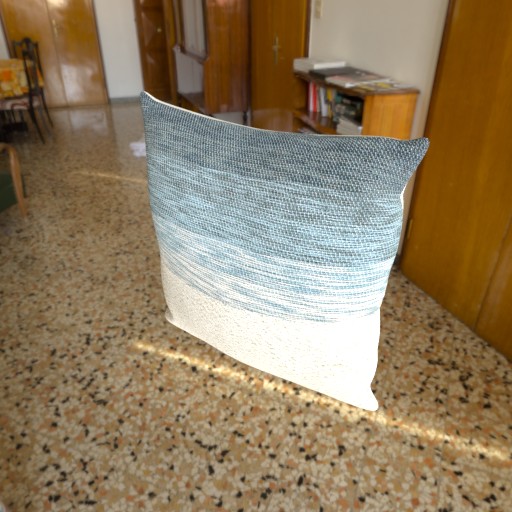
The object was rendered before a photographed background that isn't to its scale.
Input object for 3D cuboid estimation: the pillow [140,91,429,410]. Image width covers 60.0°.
[{"bbox_3d":[0.000,0.000,0.678,0.440,0.441,0.182,18,35,28],"label":"pillow"}]
